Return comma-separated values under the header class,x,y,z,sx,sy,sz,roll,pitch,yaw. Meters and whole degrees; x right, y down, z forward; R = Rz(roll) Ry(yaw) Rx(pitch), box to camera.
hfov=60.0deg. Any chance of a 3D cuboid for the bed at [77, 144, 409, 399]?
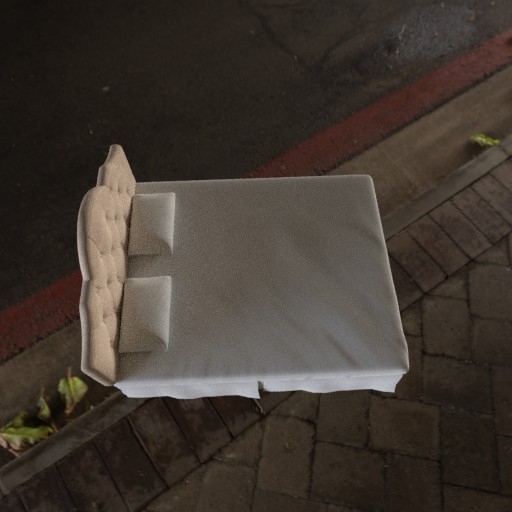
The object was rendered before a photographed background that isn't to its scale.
class,x,y,z,sx,sy,sz,roll,pitch,yaw
bed,0.000,0.000,2.991,1.970,1.194,1.667,-2,63,-1
